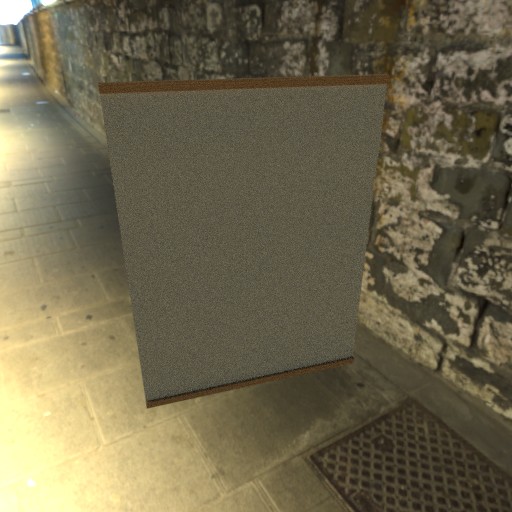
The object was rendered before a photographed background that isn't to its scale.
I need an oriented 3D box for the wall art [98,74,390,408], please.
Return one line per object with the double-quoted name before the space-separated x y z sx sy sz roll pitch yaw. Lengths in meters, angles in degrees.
"wall art" 0.000 0.000 0.811 0.458 0.605 0.011 -8 28 -15
